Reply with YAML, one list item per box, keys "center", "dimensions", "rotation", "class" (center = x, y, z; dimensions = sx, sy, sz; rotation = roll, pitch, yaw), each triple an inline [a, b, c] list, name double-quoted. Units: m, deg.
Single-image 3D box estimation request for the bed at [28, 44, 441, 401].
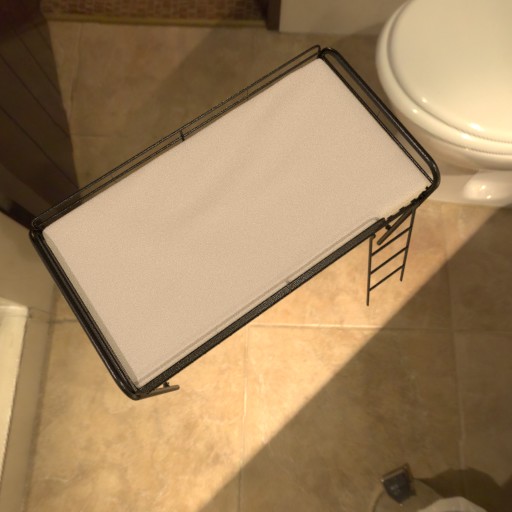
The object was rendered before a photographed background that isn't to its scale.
- center: [0.000, 0.000, 2.871]
  dimensions: [1.968, 1.289, 1.393]
  rotation: [-34, 78, -8]
  class: "bed"
